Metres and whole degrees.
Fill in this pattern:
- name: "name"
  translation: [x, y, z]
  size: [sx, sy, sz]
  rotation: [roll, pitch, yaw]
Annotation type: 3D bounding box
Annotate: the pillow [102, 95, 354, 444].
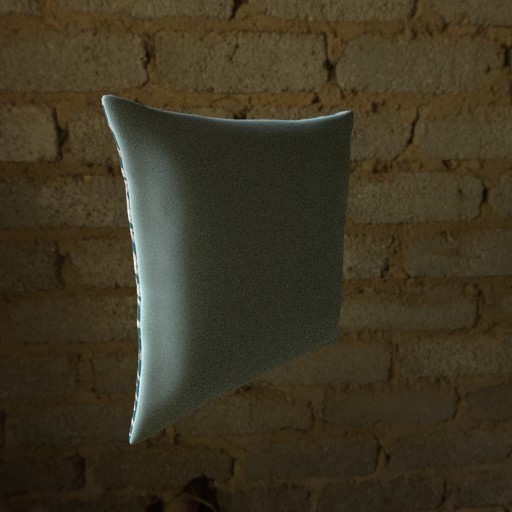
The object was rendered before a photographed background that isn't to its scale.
- name: "pillow"
  translation: [0.000, 0.000, 0.784]
  size: [0.525, 0.508, 0.166]
  rotation: [-14, 21, -41]
